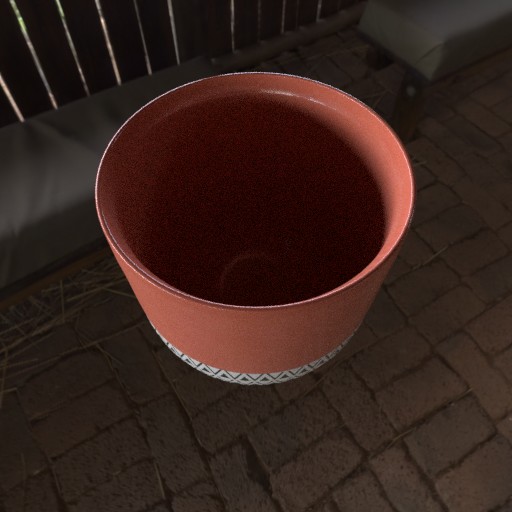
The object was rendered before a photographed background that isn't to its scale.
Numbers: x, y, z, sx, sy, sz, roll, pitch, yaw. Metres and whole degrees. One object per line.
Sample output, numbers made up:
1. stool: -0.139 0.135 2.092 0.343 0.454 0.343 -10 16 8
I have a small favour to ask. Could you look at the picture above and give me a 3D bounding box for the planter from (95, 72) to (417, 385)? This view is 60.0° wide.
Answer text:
1. planter: 0.000 0.000 0.485 0.266 0.270 0.266 0 57 0
